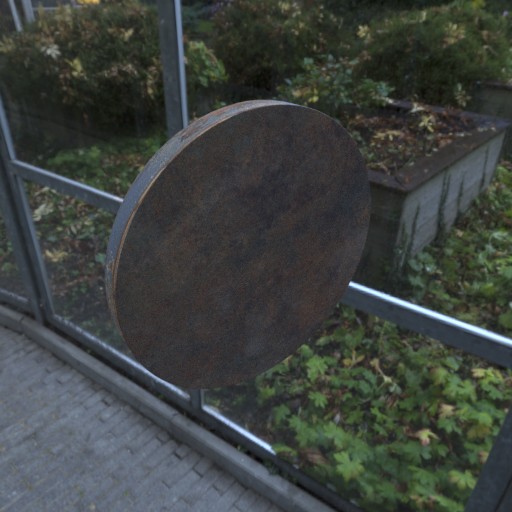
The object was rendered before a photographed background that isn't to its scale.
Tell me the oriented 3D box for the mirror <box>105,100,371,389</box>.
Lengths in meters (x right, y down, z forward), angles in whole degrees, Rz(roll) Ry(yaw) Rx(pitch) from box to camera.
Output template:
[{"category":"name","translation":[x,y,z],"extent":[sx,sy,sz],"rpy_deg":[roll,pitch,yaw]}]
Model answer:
[{"category":"mirror","translation":[0.000,0.000,0.877],"extent":[0.585,0.585,0.061],"rpy_deg":[-20,36,-30]}]
